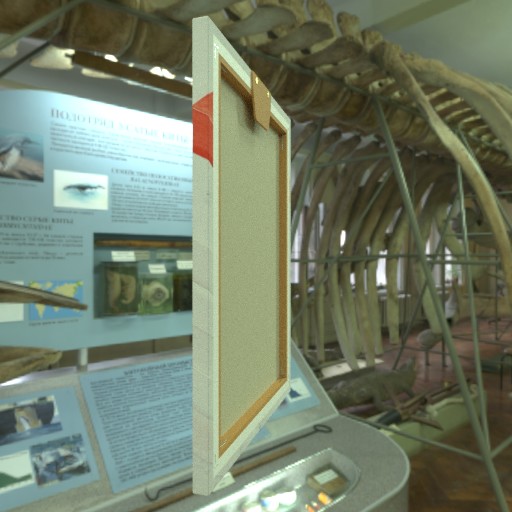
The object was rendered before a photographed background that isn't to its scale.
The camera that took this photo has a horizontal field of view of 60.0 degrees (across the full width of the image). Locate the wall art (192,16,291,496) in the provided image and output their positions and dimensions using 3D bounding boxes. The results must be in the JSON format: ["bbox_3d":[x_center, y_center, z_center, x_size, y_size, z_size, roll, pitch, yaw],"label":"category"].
[{"bbox_3d":[0.000,0.000,1.299,0.045,1.014,0.759,0,0,18],"label":"wall art"}]
